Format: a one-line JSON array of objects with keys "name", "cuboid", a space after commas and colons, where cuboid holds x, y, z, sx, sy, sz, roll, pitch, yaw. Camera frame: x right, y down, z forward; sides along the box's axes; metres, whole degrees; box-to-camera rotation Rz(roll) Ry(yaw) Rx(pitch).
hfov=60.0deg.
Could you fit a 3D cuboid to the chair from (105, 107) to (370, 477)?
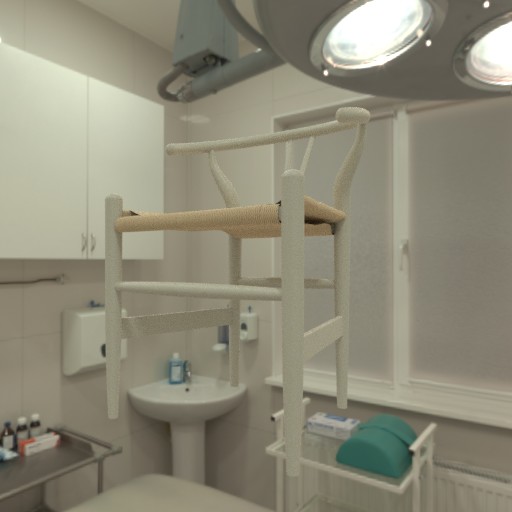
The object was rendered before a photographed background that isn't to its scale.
[{"name": "chair", "cuboid": [0.000, 0.000, 1.068, 0.533, 0.736, 0.500, 0, -1, 35]}]
